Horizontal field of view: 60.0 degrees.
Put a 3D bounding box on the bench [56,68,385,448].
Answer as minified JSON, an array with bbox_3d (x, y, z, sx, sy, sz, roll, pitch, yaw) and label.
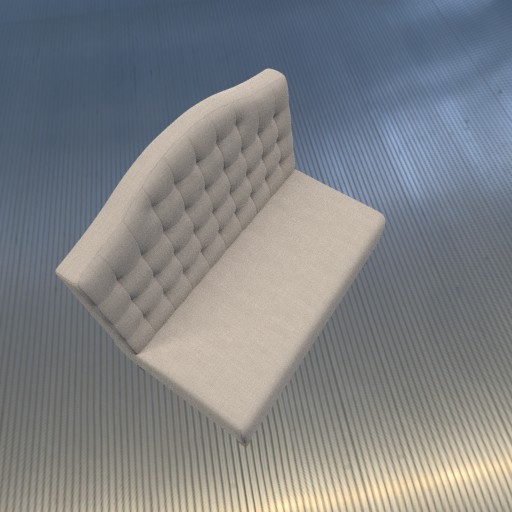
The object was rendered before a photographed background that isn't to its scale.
[{"bbox_3d":[0.000,0.000,2.063,0.815,1.180,1.335,31,64,17],"label":"bench"}]
